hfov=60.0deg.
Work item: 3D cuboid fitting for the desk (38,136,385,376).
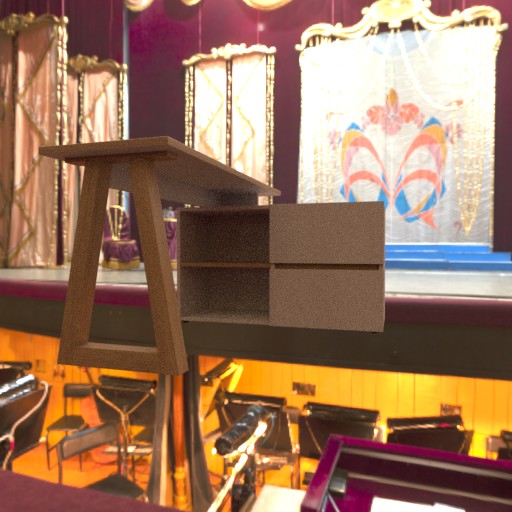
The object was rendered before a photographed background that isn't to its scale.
[{"bbox_3d":[0.000,0.000,2.006,1.098,0.755,1.404,0,1,17],"label":"desk"}]
